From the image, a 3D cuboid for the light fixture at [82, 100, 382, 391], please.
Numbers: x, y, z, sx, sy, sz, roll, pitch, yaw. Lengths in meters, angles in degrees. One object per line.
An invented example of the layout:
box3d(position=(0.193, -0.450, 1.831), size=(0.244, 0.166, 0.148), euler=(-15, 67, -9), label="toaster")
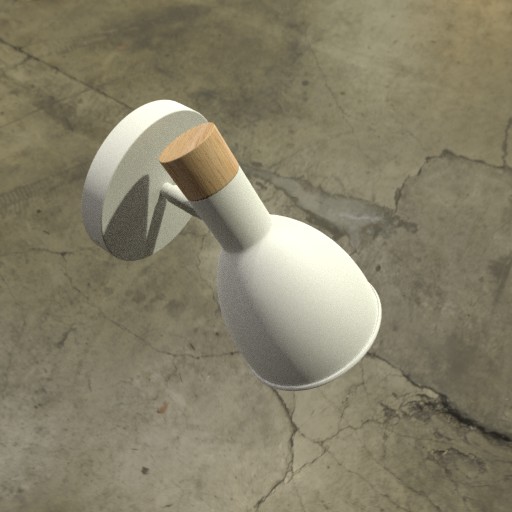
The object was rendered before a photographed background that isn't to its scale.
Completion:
box3d(position=(0.000, 0.000, 0.334), size=(0.209, 0.199, 0.127), euler=(30, 64, 17), label="light fixture")
